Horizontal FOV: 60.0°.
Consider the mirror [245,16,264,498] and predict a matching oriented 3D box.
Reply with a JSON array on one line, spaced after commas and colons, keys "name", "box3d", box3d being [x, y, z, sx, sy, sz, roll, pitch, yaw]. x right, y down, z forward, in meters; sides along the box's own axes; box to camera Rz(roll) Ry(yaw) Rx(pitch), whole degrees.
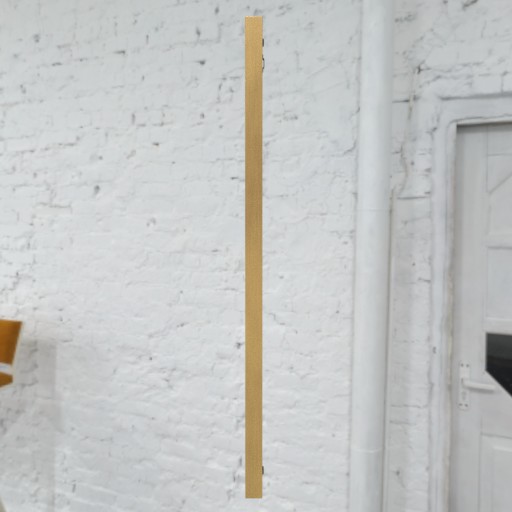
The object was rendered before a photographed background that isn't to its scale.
[{"name": "mirror", "box3d": [0.000, 0.000, 1.314, 0.041, 1.016, 0.762, 0, 2, 0]}]
